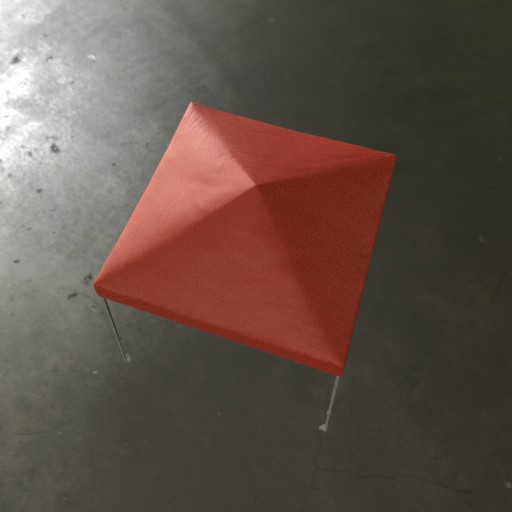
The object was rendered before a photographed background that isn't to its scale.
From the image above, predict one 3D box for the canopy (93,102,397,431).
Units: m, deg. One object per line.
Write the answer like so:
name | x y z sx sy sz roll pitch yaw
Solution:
canopy | 0.000 0.000 5.167 2.850 2.850 2.849 17 65 8
